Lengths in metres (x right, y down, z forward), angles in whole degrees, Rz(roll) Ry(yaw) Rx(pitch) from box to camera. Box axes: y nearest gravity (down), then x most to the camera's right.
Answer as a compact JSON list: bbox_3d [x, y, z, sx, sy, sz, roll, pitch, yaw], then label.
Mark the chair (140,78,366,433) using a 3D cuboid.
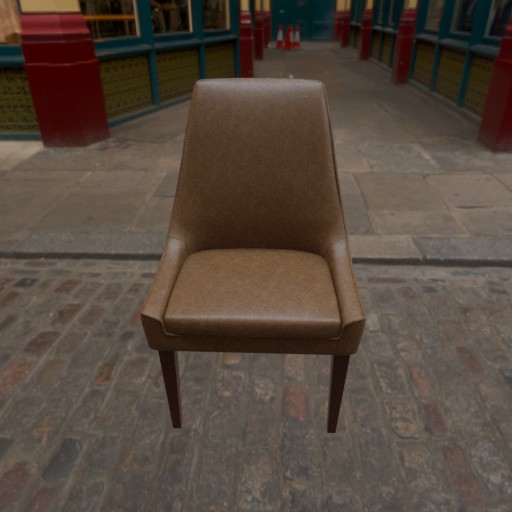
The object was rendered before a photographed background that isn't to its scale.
[{"bbox_3d":[0.000,0.000,1.237,0.529,0.861,0.544,1,30,2],"label":"chair"}]
